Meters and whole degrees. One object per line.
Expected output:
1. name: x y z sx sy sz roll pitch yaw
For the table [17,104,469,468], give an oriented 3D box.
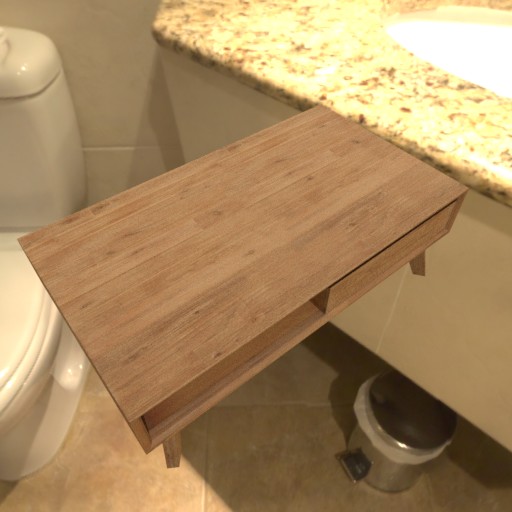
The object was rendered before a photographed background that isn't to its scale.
1. table: 0.000 0.000 1.994 1.619 0.531 0.918 -31 55 -25
